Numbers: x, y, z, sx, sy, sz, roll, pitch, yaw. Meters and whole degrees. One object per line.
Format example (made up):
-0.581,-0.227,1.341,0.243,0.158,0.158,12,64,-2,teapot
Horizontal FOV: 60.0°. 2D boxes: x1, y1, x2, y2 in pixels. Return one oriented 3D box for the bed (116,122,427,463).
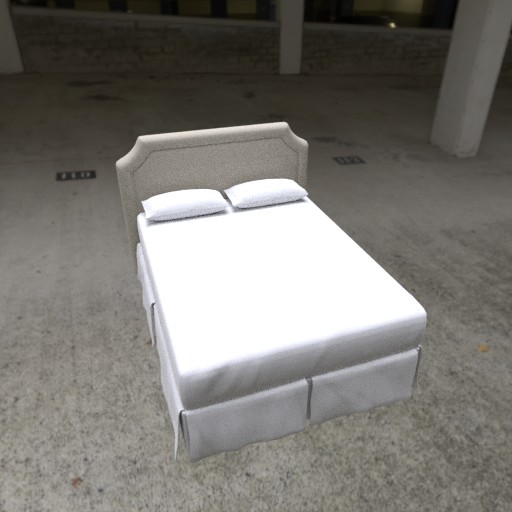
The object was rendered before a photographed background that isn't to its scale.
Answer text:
0.000,0.000,3.215,1.693,1.290,2.116,-11,34,-16,bed
